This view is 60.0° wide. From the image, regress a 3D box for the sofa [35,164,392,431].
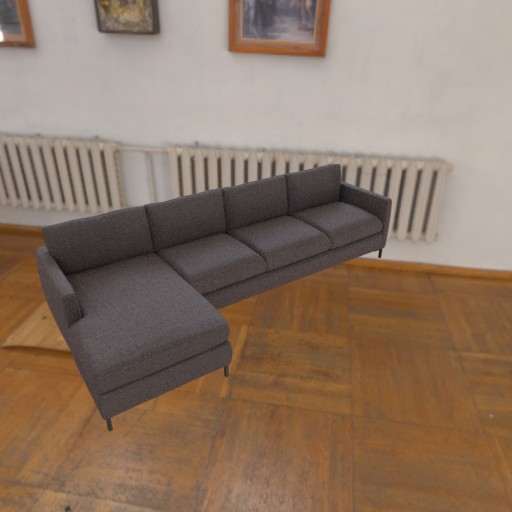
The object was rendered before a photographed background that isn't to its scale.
[{"bbox_3d":[0.000,0.000,3.211,2.731,0.754,1.258,-18,32,-31],"label":"sofa"}]
